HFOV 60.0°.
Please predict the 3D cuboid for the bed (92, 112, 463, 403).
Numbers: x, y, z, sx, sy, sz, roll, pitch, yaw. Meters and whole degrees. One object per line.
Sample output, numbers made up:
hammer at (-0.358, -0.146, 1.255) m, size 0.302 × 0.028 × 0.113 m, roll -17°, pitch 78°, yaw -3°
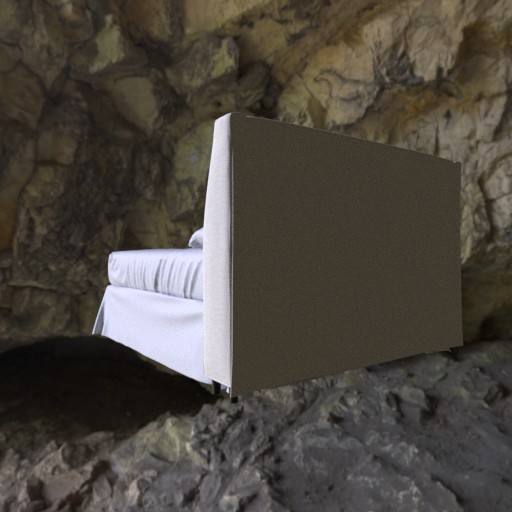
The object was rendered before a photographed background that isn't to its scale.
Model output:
bed at (0.000, 0.000, 3.422) m, size 1.925 × 1.332 × 2.276 m, roll 0°, pitch 0°, yaw -36°
